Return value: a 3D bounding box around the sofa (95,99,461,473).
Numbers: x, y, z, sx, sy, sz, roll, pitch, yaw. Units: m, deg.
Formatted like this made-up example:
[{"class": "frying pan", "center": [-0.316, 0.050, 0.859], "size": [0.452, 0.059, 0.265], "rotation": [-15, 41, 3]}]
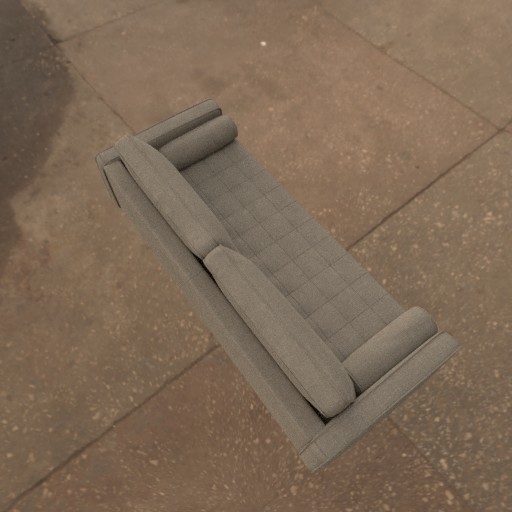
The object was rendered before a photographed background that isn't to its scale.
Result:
[{"class": "sofa", "center": [0.000, 0.000, 2.611], "size": [0.914, 0.762, 2.211], "rotation": [-33, 65, -17]}]
